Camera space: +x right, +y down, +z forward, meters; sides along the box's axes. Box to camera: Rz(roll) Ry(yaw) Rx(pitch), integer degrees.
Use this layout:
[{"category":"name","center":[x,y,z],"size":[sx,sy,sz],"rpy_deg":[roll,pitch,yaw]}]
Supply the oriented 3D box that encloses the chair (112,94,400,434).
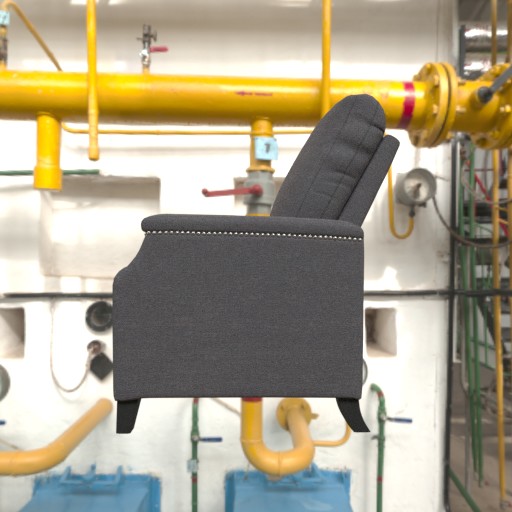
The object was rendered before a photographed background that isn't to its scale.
[{"category":"chair","center":[0.000,0.000,1.650],"size":[0.922,1.049,0.710],"rpy_deg":[0,0,-1]}]
